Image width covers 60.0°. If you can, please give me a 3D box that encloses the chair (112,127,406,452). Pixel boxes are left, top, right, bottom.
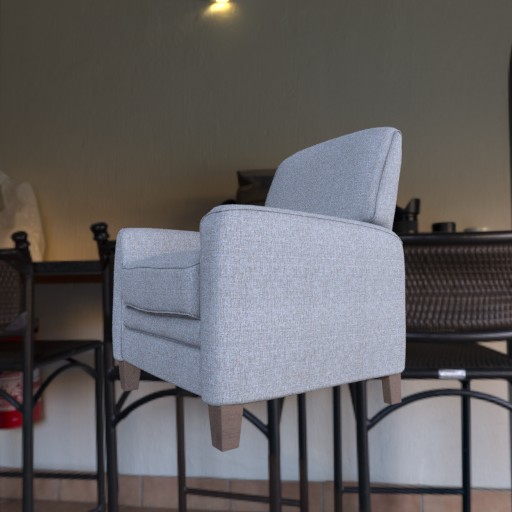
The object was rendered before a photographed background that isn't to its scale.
[{"bbox_3d":[0.000,0.000,1.636,0.864,1.014,0.848,2,-3,-36],"label":"chair"}]
